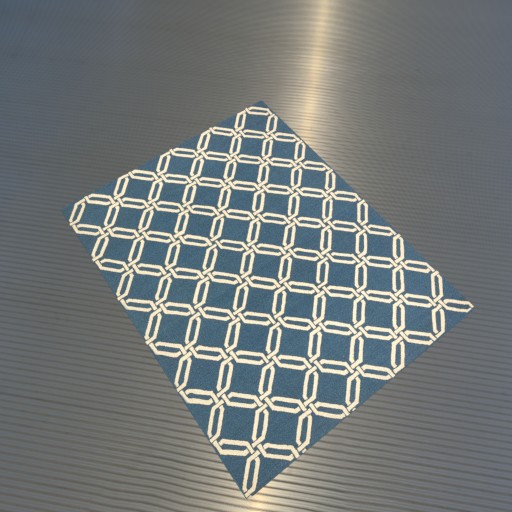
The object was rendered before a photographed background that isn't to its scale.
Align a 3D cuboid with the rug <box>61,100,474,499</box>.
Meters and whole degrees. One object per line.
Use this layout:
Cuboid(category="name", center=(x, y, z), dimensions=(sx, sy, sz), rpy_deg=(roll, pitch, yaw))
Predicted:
Cuboid(category="rug", center=(0.000, 0.000, 3.776), dimensions=(2.277, 0.020, 2.867), rpy_deg=(-34, 68, -16))
